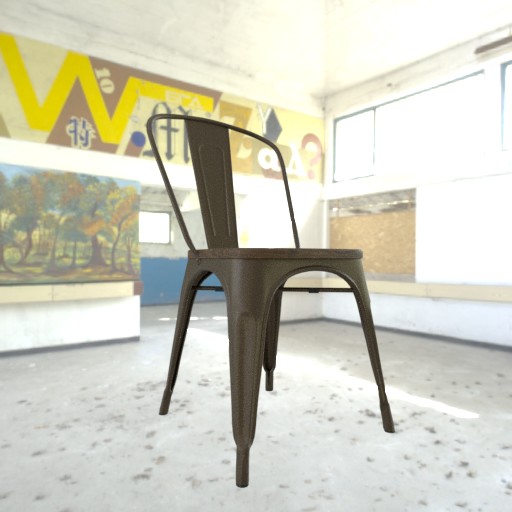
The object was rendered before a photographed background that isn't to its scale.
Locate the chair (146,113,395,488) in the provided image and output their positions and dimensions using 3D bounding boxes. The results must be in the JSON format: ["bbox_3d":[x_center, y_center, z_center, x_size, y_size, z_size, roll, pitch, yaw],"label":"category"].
[{"bbox_3d":[0.000,0.000,1.148,0.451,0.844,0.532,0,0,-36],"label":"chair"}]
